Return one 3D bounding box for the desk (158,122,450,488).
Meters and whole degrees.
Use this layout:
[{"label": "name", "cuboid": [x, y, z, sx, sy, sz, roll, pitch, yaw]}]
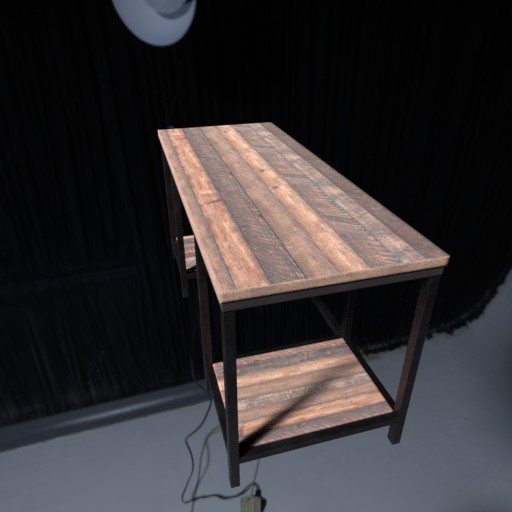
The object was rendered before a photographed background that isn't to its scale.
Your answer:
[{"label": "desk", "cuboid": [0.000, 0.000, 1.918, 0.617, 0.753, 1.538, -8, 31, -14]}]
